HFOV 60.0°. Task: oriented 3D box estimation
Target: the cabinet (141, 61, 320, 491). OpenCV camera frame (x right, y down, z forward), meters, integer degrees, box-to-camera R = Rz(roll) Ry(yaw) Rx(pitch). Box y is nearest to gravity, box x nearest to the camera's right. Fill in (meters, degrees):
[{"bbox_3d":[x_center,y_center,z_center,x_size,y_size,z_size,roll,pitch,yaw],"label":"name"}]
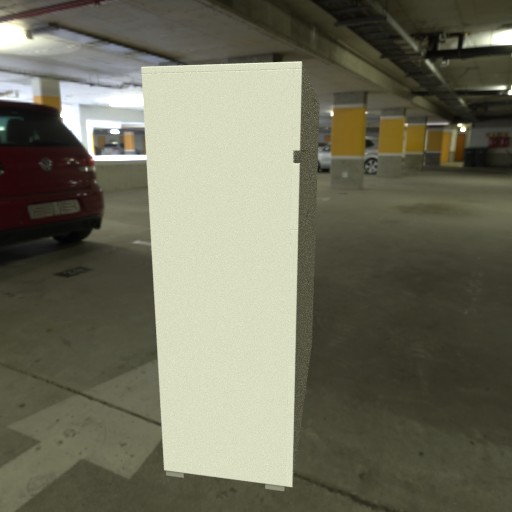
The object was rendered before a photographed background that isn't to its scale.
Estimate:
[{"bbox_3d":[0.000,0.000,1.687,0.400,1.190,1.000,2,14,10],"label":"cabinet"}]
